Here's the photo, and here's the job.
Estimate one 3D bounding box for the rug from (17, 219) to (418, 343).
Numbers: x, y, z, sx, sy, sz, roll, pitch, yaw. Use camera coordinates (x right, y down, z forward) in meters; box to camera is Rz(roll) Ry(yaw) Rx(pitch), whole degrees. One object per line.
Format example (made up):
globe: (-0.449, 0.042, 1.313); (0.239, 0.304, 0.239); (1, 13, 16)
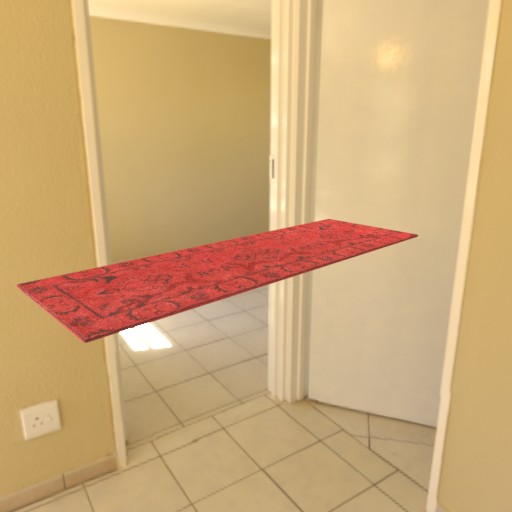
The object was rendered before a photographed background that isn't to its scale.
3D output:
rug: (0.000, 0.000, 2.674); (2.439, 0.018, 0.813); (-14, 21, -41)
